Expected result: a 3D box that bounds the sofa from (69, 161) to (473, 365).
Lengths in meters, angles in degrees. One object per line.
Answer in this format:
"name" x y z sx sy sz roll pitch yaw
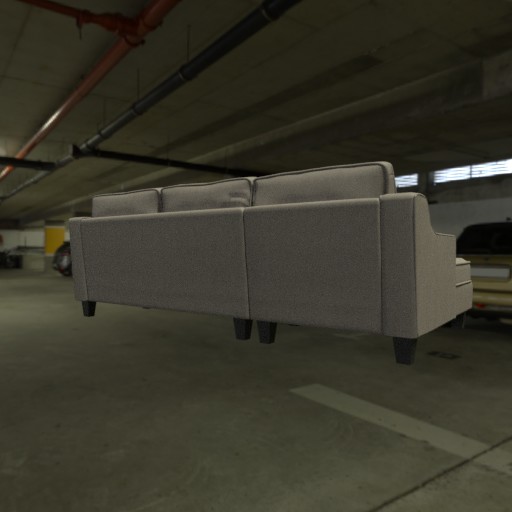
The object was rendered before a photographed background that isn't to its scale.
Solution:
"sofa" 0.000 0.000 3.099 2.561 0.928 1.294 1 1 36
